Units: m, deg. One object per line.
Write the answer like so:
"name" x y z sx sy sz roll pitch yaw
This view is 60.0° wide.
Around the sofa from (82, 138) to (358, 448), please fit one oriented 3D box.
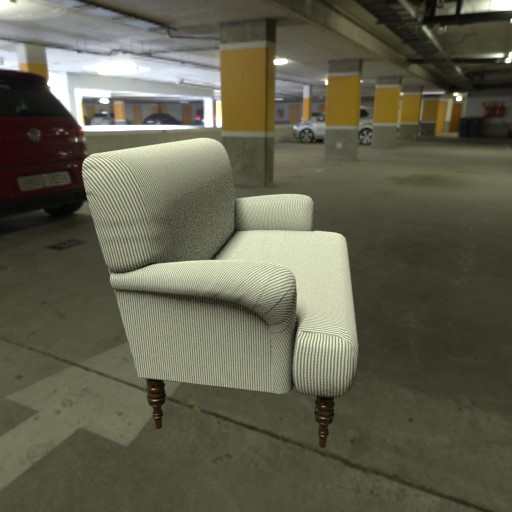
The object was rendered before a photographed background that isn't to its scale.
"sofa" 0.000 0.000 1.811 0.779 0.889 1.297 3 17 9
